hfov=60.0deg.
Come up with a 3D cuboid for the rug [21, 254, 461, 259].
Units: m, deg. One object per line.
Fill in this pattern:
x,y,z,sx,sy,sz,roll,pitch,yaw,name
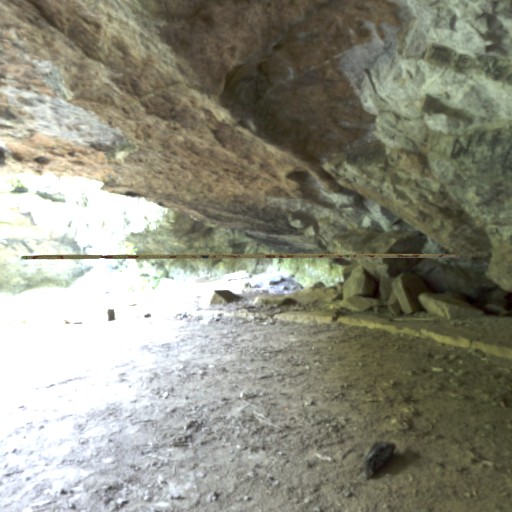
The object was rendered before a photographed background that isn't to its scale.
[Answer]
0.000,0.000,2.499,2.273,0.016,0.693,0,1,-19,rug
